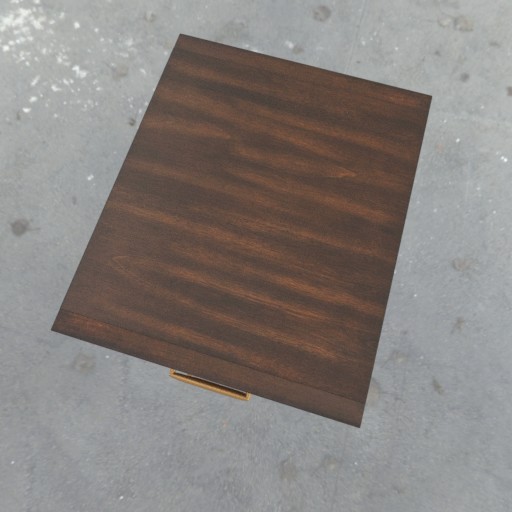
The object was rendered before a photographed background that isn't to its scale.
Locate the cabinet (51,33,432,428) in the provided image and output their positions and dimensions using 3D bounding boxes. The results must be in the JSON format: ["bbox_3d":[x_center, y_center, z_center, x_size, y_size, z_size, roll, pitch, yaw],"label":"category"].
[{"bbox_3d":[0.000,0.000,0.828,0.402,0.455,0.500,16,74,5],"label":"cabinet"}]
